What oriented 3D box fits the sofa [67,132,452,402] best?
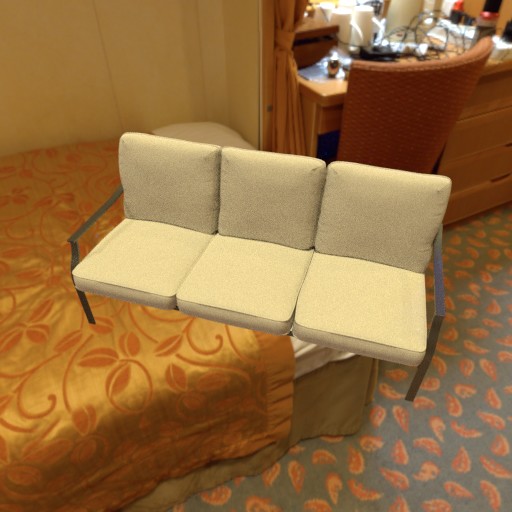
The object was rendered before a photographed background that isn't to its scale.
[{"bbox_3d":[0.000,0.000,2.233,1.740,0.860,0.787,11,43,12],"label":"sofa"}]
